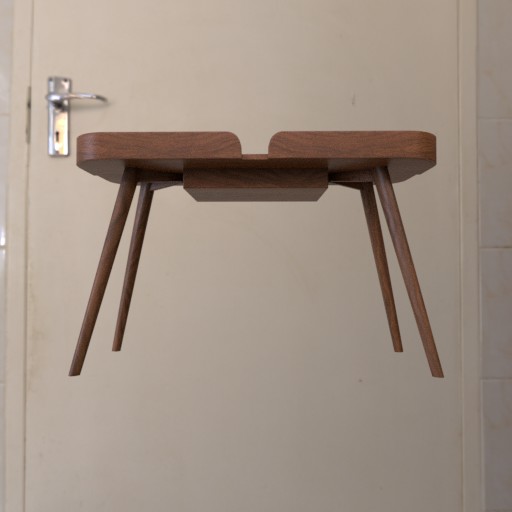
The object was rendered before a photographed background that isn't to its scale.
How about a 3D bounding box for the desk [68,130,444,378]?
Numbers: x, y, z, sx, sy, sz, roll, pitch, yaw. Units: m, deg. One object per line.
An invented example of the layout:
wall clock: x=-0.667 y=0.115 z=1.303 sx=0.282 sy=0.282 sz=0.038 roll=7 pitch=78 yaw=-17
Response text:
desk: x=0.000 y=0.000 z=1.675 sx=1.256 sy=0.800 sz=0.486 roll=0 pitch=-1 yaw=1
